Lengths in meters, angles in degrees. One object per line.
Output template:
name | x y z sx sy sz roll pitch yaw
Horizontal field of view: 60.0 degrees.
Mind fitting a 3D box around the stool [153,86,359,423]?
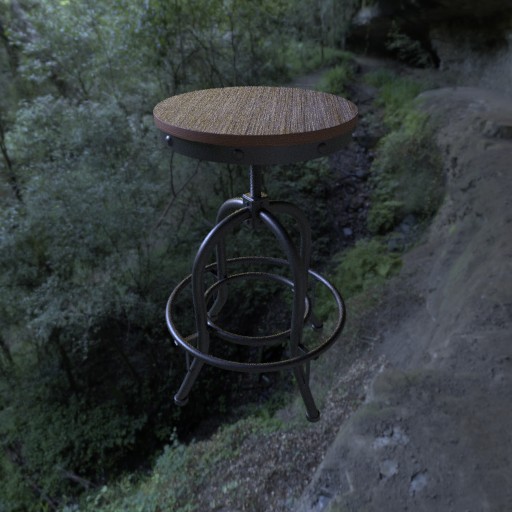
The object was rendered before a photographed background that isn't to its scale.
stool | 0.000 0.000 0.926 0.439 0.609 0.439 -21 37 -30
